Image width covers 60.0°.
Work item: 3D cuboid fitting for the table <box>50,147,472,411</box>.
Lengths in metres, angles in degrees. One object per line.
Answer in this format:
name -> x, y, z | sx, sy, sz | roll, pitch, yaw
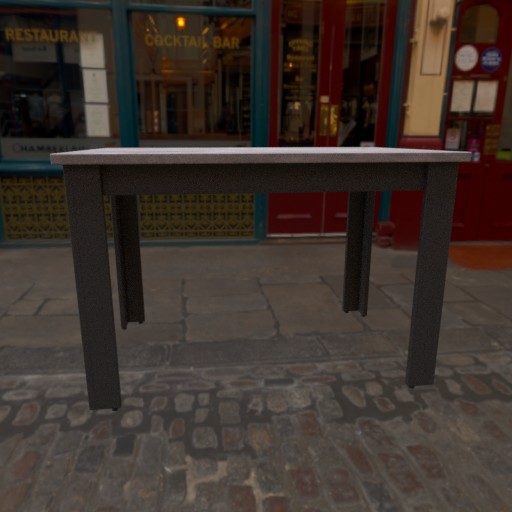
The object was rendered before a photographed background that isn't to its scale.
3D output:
table -> 0.000, 0.000, 1.572 | 1.100, 0.734, 0.700 | -2, 15, -7
